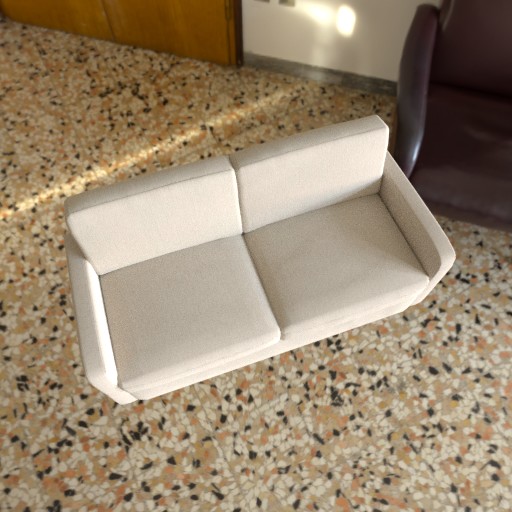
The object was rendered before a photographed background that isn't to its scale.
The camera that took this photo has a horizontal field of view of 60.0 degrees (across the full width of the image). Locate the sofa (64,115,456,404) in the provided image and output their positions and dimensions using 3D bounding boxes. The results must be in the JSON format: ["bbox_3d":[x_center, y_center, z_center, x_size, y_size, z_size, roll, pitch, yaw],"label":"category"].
[{"bbox_3d":[0.000,0.000,2.299,1.808,0.831,0.894,-17,64,-9],"label":"sofa"}]
